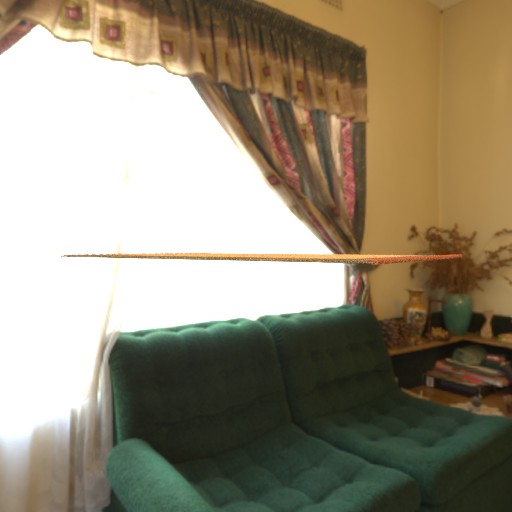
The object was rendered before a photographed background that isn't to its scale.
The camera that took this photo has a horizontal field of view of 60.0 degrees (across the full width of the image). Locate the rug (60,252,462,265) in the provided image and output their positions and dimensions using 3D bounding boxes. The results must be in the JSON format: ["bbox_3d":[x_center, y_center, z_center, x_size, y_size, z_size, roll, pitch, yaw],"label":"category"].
[{"bbox_3d":[0.000,0.000,2.388,1.838,0.019,1.220,1,1,36],"label":"rug"}]
